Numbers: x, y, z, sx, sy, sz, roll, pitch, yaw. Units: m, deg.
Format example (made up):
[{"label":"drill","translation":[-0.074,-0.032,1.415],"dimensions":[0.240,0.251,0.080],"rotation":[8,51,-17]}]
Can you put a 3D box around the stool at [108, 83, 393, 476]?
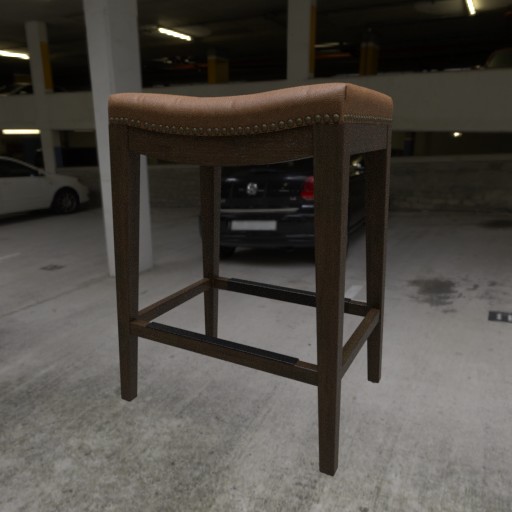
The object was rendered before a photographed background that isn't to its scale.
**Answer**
[{"label":"stool","translation":[0.000,0.000,0.953],"dimensions":[0.500,0.660,0.361],"rotation":[8,18,27]}]
